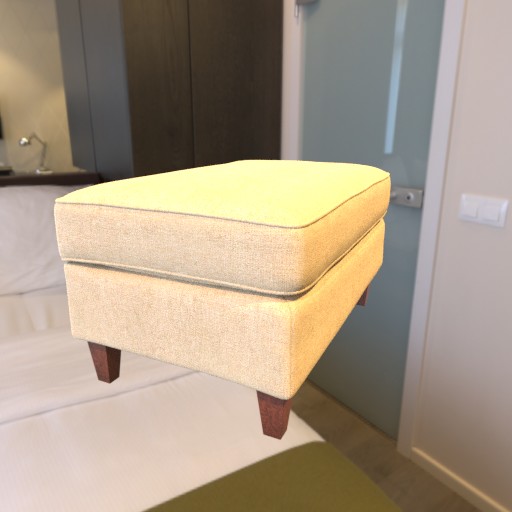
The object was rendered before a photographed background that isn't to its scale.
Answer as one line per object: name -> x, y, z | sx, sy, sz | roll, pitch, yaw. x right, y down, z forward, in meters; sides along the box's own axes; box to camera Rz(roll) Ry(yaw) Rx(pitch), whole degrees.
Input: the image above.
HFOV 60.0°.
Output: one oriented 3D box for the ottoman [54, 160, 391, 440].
ottoman -> 0.000, 0.000, 1.238 | 0.583, 0.484, 0.862 | 8, 18, 25
